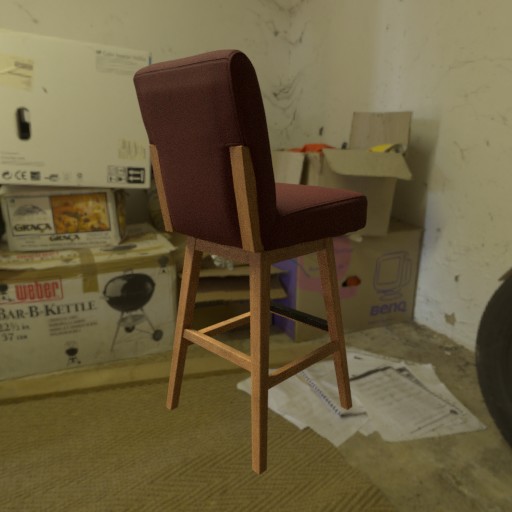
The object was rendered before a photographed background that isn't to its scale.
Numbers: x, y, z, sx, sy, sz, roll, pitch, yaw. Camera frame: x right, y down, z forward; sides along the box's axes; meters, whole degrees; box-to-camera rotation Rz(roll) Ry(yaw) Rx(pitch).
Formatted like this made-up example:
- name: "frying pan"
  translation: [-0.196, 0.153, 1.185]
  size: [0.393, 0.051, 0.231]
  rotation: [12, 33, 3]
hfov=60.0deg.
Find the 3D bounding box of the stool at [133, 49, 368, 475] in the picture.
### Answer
- name: "stool"
  translation: [0.000, 0.000, 1.390]
  size: [0.562, 1.093, 0.468]
  rotation: [-14, 20, -43]
